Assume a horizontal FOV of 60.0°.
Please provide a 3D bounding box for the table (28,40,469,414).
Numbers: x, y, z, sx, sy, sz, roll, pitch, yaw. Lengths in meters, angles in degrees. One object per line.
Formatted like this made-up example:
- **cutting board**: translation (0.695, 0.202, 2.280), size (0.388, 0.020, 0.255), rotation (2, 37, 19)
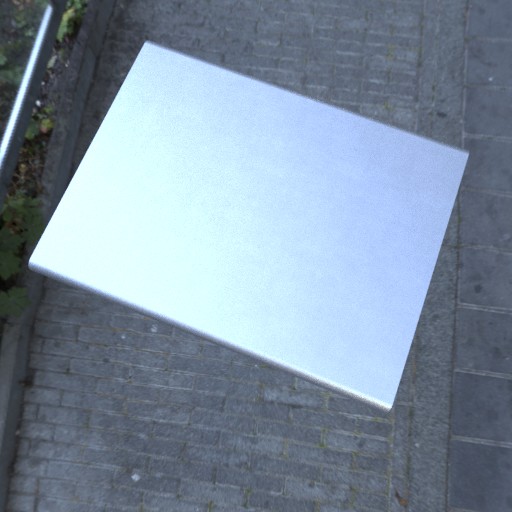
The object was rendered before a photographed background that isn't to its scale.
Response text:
- **table**: translation (0.000, 0.000, 1.342), size (0.762, 0.876, 0.584), rotation (21, 77, 5)
